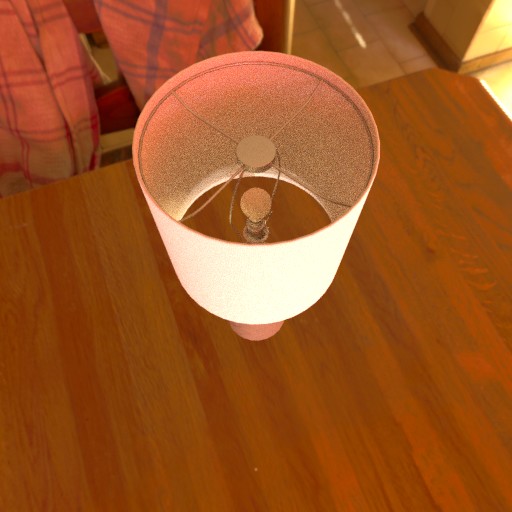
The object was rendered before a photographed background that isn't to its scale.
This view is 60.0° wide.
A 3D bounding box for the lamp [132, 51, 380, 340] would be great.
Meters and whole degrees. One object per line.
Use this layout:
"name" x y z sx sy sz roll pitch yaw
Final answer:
"lamp" 0.000 0.000 0.579 0.207 0.461 0.207 36 69 16
